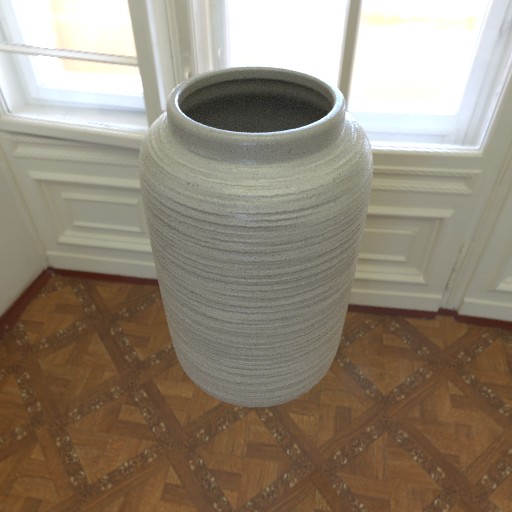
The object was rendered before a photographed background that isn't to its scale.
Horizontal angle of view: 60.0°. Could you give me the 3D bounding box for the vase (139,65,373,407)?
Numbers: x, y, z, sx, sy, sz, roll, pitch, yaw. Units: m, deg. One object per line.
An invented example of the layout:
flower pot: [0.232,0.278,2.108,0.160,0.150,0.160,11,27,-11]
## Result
vase: [0.000,0.000,0.456,0.202,0.335,0.202,0,42,0]
